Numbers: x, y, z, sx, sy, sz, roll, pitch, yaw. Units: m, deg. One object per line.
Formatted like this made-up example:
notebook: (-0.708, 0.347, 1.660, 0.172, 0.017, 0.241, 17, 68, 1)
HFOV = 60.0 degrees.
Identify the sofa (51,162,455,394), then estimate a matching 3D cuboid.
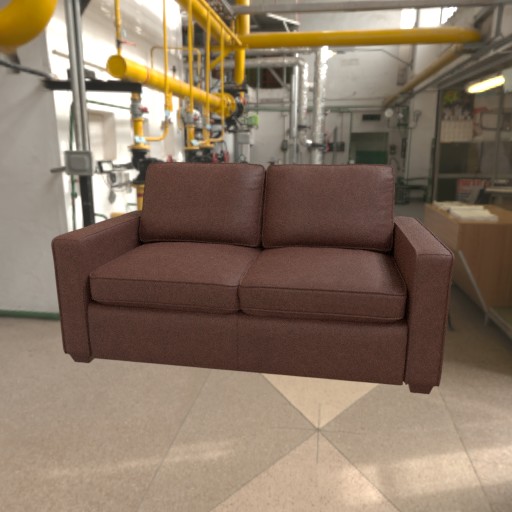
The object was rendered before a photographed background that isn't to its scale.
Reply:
sofa: (0.000, 0.000, 2.278, 1.709, 0.918, 0.947, 2, 14, 10)
